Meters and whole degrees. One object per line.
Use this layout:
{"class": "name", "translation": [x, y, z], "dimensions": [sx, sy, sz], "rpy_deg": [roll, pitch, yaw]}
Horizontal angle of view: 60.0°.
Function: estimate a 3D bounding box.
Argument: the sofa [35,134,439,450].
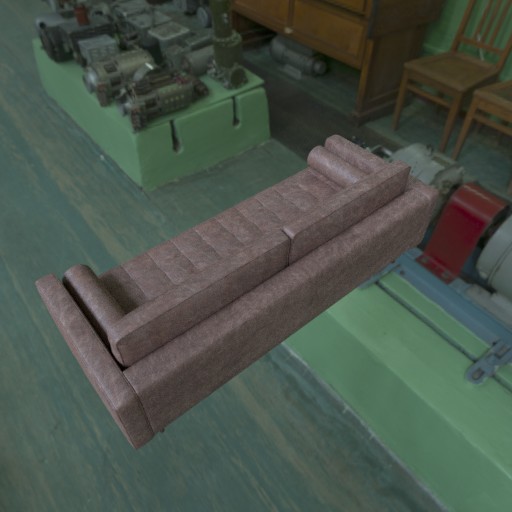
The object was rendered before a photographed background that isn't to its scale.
{"class": "sofa", "translation": [0.000, 0.000, 2.613], "dimensions": [2.210, 0.762, 0.914], "rpy_deg": [-31, 54, -26]}
